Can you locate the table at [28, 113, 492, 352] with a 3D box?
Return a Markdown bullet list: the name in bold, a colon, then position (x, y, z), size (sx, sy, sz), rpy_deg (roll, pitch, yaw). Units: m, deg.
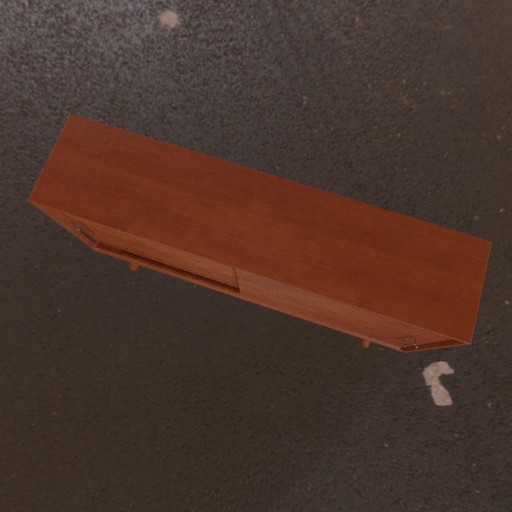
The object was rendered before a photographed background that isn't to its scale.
- **table**: position (0.000, 0.000, 1.523), size (1.220, 0.698, 0.308), rpy_deg (18, 76, 5)
